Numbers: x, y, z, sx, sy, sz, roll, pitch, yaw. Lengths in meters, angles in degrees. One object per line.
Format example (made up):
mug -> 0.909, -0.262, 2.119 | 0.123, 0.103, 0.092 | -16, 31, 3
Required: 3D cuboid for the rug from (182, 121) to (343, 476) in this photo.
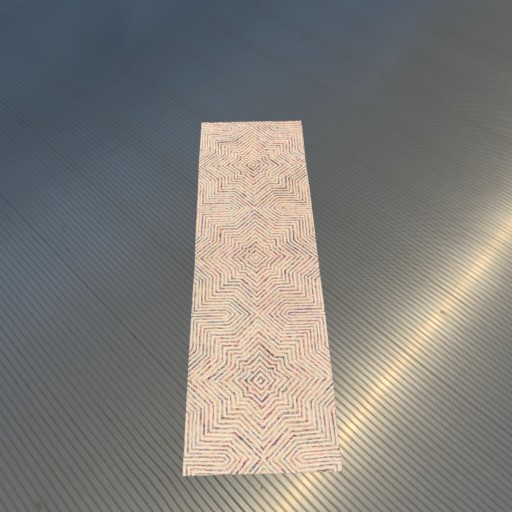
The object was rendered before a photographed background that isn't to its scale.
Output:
rug -> 0.000, 0.000, 2.750 | 0.771, 0.009, 2.443 | -1, 58, -1
